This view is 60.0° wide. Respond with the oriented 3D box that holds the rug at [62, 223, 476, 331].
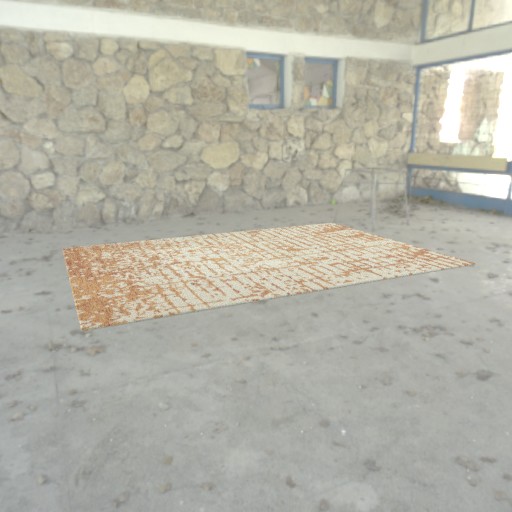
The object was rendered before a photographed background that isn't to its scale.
[{"bbox_3d":[0.000,0.000,2.339,1.829,0.011,1.219,-7,16,-25],"label":"rug"}]
